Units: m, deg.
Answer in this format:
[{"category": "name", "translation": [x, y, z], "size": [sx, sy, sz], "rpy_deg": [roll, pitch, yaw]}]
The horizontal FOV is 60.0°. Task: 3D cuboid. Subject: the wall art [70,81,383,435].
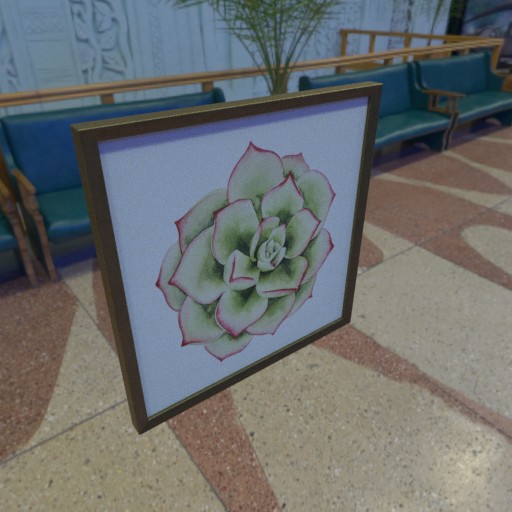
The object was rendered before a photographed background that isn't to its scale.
[{"category": "wall art", "translation": [0.000, 0.000, 0.749], "size": [0.503, 0.506, 0.031], "rpy_deg": [-20, 36, -31]}]
